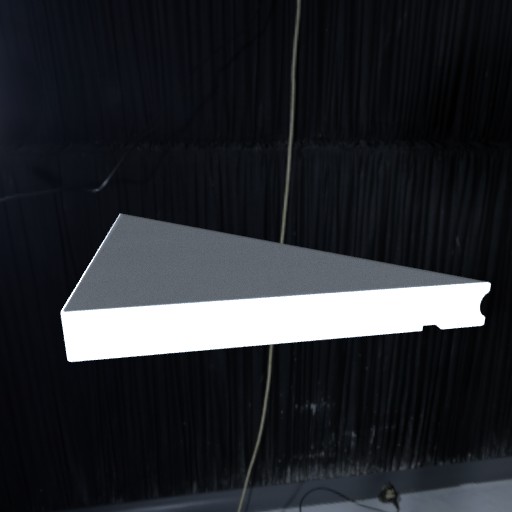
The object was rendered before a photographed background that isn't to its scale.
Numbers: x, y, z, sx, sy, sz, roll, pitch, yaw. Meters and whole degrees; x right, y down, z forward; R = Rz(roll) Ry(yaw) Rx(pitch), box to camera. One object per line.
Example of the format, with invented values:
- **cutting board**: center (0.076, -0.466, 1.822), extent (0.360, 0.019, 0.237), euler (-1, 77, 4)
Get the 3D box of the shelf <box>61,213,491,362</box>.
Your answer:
- **shelf**: center (0.000, 0.000, 0.440), extent (0.296, 0.035, 0.296), euler (-3, 18, -9)
